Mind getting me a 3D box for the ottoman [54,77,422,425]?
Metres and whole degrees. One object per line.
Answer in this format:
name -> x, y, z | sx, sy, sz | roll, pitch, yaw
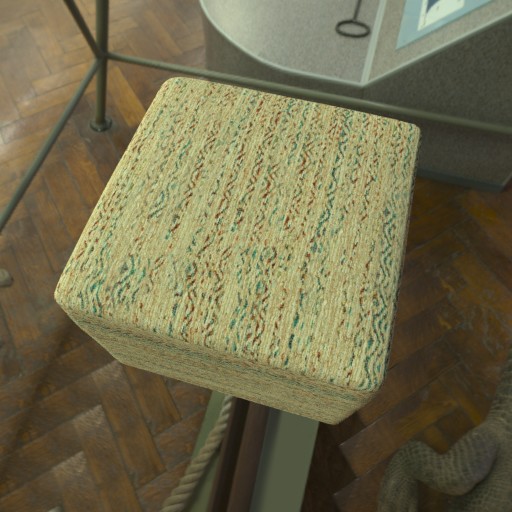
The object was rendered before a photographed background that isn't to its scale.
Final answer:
ottoman -> 0.000, 0.000, 0.915 | 0.521, 0.453, 0.512 | 14, 64, 7
